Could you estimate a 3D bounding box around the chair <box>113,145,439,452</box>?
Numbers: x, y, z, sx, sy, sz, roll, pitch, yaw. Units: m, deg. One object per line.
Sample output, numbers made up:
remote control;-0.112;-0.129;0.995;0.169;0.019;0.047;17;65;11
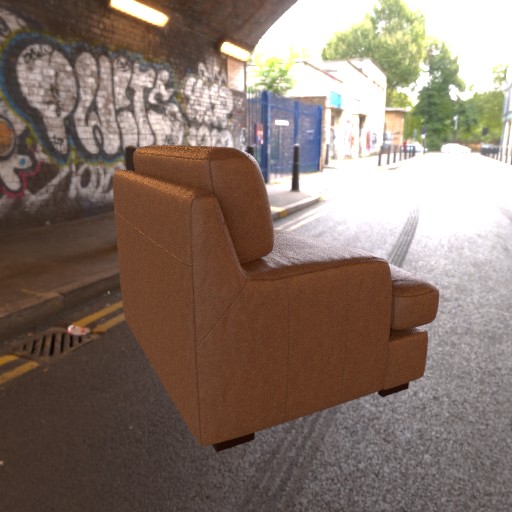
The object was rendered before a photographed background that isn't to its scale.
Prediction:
chair;0.000;0.000;2.013;1.050;0.978;1.276;-7;16;-26
